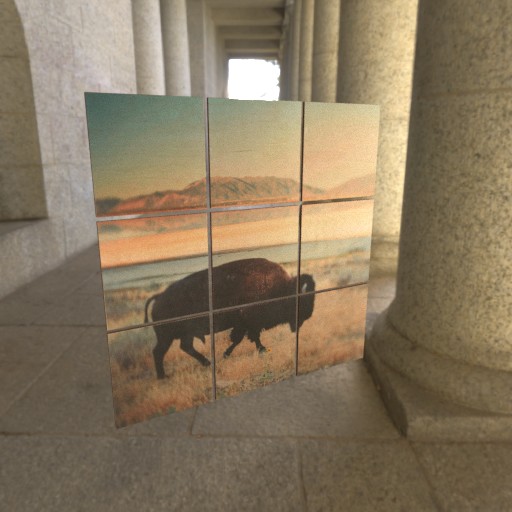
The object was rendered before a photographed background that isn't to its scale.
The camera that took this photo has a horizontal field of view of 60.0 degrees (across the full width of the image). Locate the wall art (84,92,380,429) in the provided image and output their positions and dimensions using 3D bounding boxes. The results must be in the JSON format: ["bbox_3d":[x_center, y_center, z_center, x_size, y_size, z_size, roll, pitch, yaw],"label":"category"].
[{"bbox_3d":[0.000,0.000,1.825,1.221,1.218,0.019,-8,17,-27],"label":"wall art"}]
